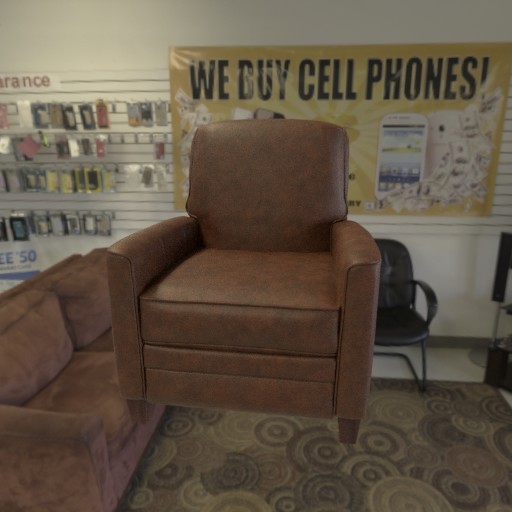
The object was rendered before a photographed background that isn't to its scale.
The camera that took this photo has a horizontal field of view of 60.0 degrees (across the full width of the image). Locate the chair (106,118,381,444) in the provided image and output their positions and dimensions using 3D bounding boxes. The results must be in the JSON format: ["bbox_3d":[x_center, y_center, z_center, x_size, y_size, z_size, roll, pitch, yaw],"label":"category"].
[{"bbox_3d":[0.000,0.000,1.664,0.839,1.010,0.850,2,16,8],"label":"chair"}]
